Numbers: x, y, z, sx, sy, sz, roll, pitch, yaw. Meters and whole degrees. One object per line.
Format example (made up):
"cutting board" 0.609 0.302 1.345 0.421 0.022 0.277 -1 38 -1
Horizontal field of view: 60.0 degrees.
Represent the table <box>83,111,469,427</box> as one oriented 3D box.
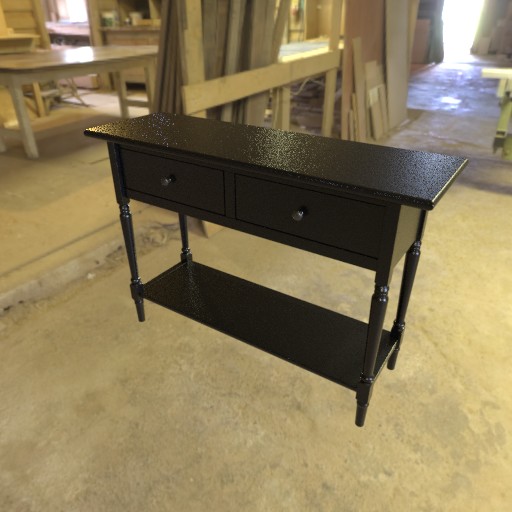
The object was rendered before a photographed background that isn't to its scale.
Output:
"table" 0.000 0.000 1.597 1.191 0.819 0.386 18 34 29
